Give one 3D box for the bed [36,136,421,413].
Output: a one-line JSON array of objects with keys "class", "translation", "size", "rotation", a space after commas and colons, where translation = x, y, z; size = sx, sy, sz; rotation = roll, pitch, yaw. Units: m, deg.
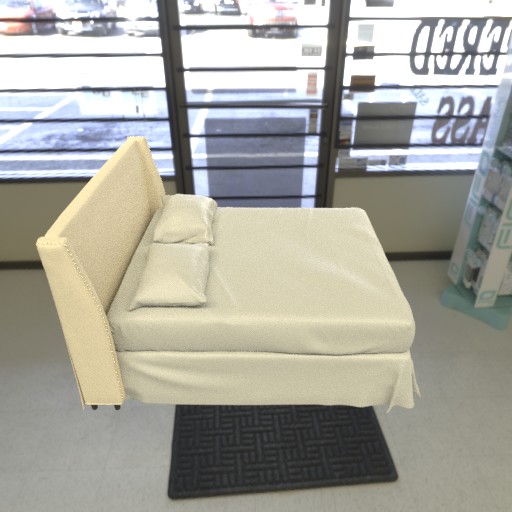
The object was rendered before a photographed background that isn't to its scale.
[{"class": "bed", "translation": [0.000, 0.000, 3.407], "size": [2.276, 1.332, 1.925], "rotation": [0, 32, 1]}]
